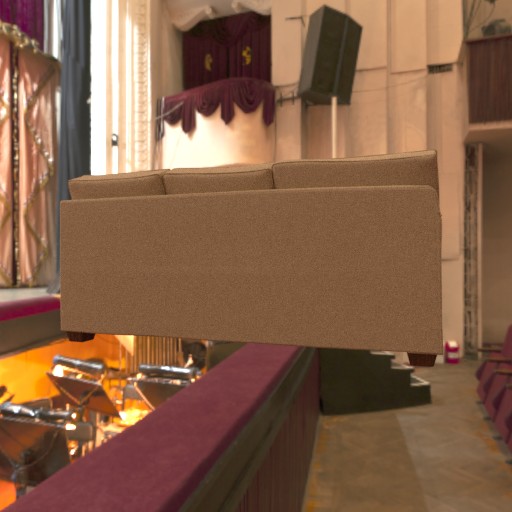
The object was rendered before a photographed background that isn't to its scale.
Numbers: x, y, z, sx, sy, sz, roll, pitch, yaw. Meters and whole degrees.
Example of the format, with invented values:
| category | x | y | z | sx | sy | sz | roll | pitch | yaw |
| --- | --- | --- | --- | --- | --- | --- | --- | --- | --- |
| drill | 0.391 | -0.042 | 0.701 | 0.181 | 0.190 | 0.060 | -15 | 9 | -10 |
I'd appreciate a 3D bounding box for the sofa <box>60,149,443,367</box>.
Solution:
| category | x | y | z | sx | sy | sz | roll | pitch | yaw |
| --- | --- | --- | --- | --- | --- | --- | --- | --- | --- |
| sofa | 0.000 | 0.000 | 2.594 | 1.962 | 0.946 | 1.034 | 0 | -1 | 18 |
